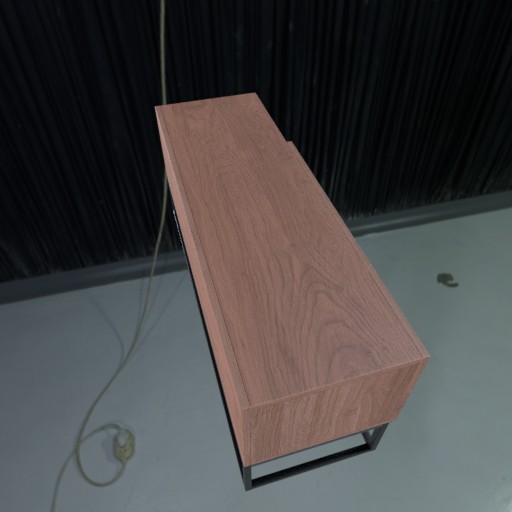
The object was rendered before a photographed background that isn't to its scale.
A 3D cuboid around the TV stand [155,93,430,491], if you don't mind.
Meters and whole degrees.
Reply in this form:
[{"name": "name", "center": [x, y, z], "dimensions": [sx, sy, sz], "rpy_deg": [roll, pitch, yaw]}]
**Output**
[{"name": "TV stand", "center": [0.000, 0.000, 1.442], "dimensions": [0.415, 0.500, 1.200], "rpy_deg": [-12, 48, -11]}]
